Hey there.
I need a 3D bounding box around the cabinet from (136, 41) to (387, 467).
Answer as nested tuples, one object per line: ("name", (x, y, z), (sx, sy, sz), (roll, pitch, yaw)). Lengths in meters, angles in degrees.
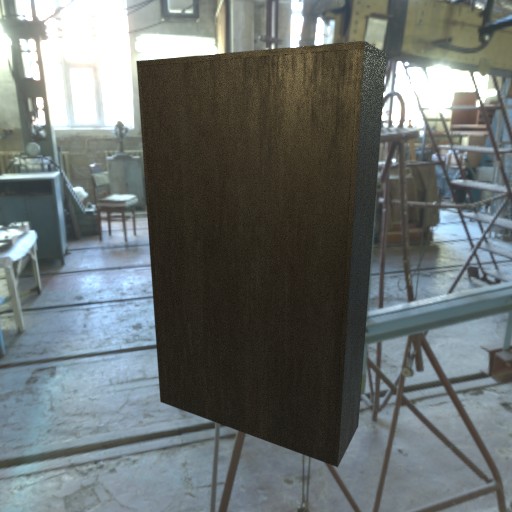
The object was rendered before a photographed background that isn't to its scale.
("cabinet", (0.000, 0.000, 1.554), (0.750, 1.280, 0.250), (9, 19, 27))
